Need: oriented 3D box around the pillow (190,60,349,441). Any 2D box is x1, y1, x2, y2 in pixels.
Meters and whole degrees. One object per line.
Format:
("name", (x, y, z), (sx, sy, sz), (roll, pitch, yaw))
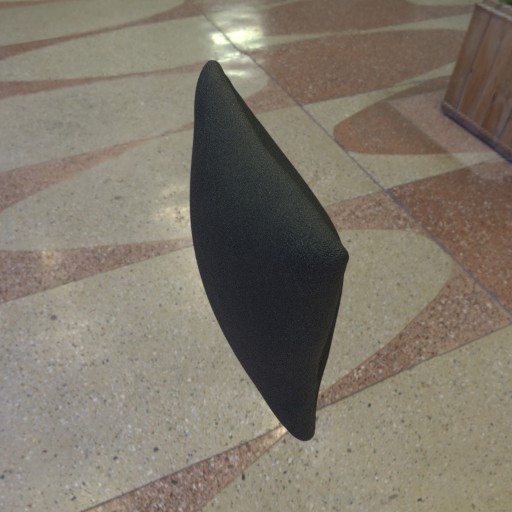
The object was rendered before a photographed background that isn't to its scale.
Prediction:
("pillow", (0.000, 0.000, 0.815), (0.210, 0.523, 0.533), (-15, 48, -14))
